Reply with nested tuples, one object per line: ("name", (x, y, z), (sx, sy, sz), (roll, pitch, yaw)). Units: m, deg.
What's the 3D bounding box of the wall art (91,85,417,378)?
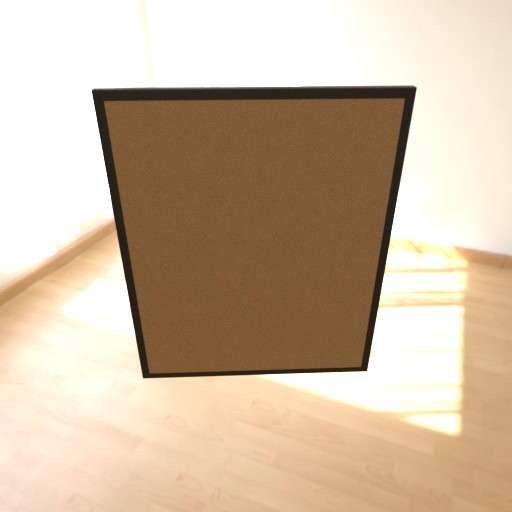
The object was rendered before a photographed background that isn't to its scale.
("wall art", (0.000, 0.000, 0.807), (0.481, 0.582, 0.018), (-1, 31, -2))
